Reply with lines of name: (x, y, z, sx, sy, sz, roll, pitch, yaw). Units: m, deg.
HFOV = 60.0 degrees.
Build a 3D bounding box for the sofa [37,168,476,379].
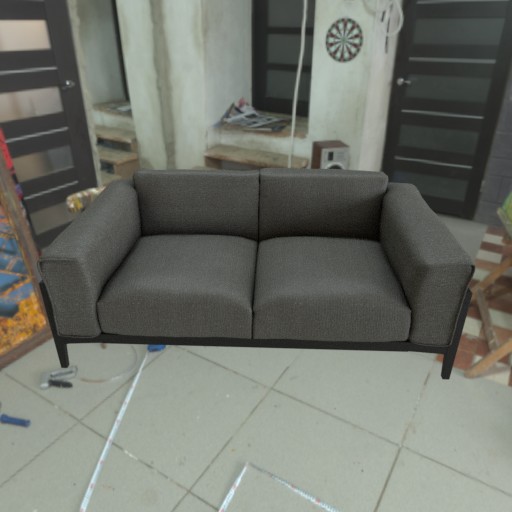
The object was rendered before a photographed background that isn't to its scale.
sofa: (0.000, 0.000, 2.160, 1.690, 0.656, 0.960, 1, 28, 2)
